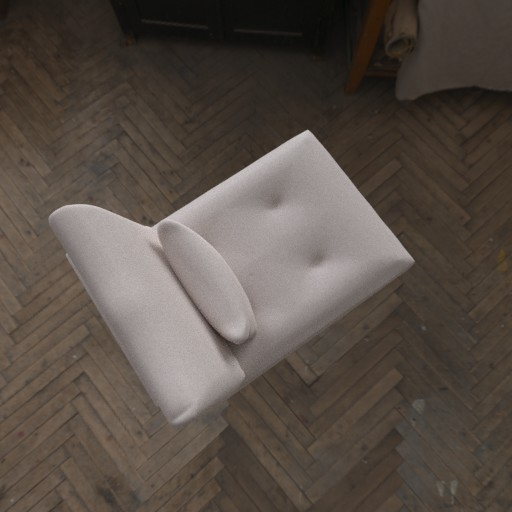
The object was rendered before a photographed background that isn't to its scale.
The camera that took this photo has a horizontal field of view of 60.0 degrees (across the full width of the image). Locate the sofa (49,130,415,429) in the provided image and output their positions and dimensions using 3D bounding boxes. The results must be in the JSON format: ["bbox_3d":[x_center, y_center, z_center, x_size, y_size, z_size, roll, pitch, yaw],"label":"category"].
[{"bbox_3d":[0.000,0.000,1.580,1.000,0.820,0.700,-34,78,-8],"label":"sofa"}]
